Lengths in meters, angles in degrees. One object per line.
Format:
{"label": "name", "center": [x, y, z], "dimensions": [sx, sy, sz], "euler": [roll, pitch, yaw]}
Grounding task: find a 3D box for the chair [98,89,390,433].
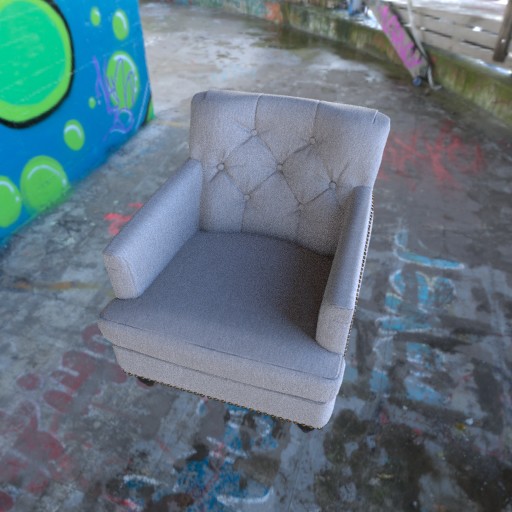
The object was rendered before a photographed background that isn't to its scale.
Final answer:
{"label": "chair", "center": [0.000, 0.000, 1.544], "dimensions": [0.737, 0.823, 0.902], "euler": [12, 43, 13]}
